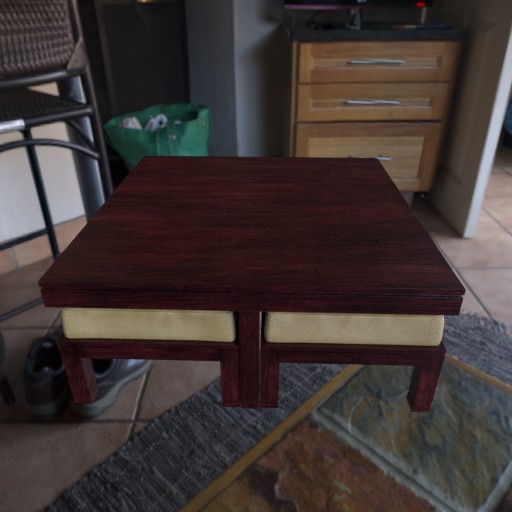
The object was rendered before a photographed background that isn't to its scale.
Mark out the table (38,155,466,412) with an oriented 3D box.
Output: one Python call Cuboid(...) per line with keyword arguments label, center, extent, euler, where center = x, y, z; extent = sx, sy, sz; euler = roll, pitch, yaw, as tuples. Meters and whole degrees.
Cuboid(label="table", center=(0.000, 0.000, 1.357), extent=(0.865, 0.356, 0.865), euler=(1, 30, 2))
